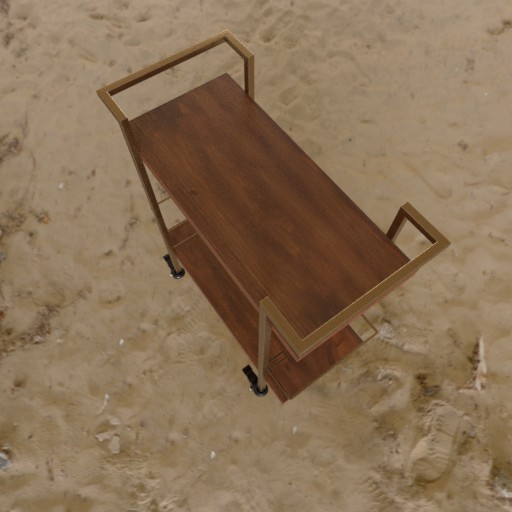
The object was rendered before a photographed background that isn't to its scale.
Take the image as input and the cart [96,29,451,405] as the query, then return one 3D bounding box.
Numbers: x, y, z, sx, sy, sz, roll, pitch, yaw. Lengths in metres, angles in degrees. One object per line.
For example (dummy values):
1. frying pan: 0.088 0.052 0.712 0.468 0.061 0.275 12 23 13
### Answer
1. cart: 0.000 0.000 1.199 0.364 0.807 0.695 -33 68 -15
